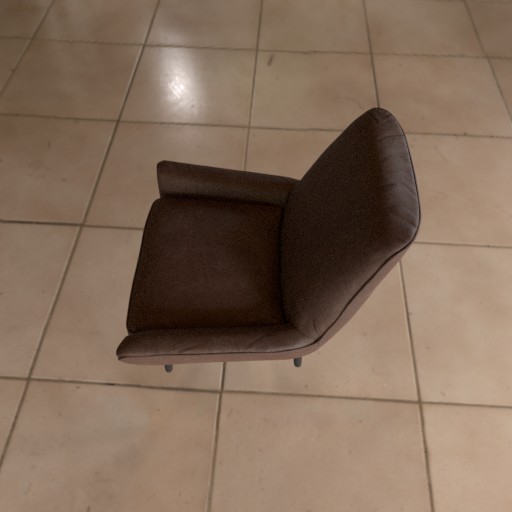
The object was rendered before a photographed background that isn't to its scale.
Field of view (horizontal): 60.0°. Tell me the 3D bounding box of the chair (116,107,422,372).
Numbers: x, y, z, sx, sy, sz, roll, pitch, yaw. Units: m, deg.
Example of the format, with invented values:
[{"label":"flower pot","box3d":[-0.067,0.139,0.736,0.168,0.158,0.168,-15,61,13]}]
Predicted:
[{"label":"chair","box3d":[0.000,0.000,1.508,0.824,0.888,0.787,2,57,1]}]
